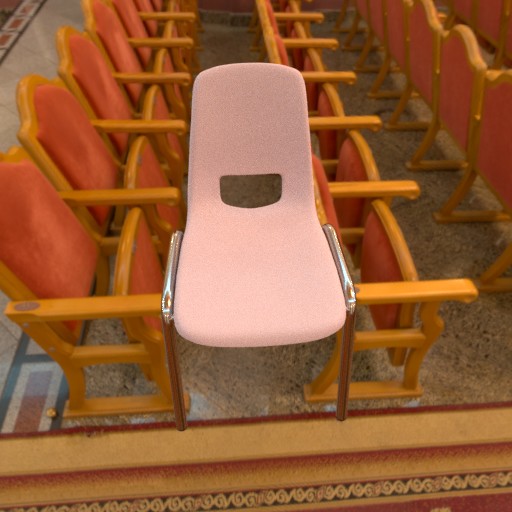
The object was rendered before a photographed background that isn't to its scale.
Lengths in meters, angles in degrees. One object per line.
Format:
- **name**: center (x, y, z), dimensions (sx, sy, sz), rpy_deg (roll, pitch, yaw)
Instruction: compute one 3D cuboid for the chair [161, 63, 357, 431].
- **chair**: center (0.000, 0.000, 0.857), dimensions (0.354, 0.586, 0.423), rpy_deg (-3, 45, -3)
